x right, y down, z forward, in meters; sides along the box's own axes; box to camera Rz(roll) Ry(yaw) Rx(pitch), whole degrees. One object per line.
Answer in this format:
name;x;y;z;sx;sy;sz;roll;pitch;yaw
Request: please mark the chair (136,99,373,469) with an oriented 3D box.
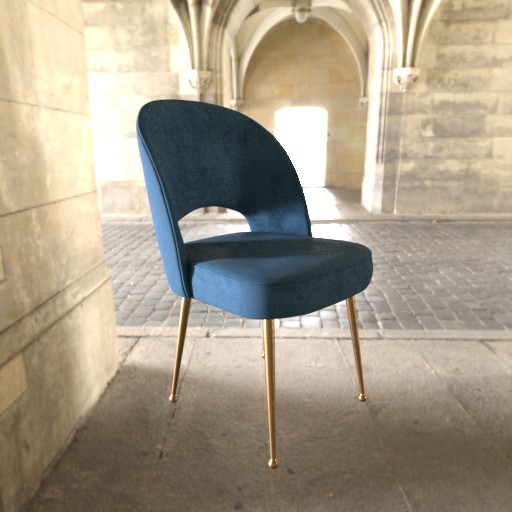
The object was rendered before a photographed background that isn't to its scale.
chair;0.000;0.000;1.234;0.577;0.860;0.527;13;19;43
